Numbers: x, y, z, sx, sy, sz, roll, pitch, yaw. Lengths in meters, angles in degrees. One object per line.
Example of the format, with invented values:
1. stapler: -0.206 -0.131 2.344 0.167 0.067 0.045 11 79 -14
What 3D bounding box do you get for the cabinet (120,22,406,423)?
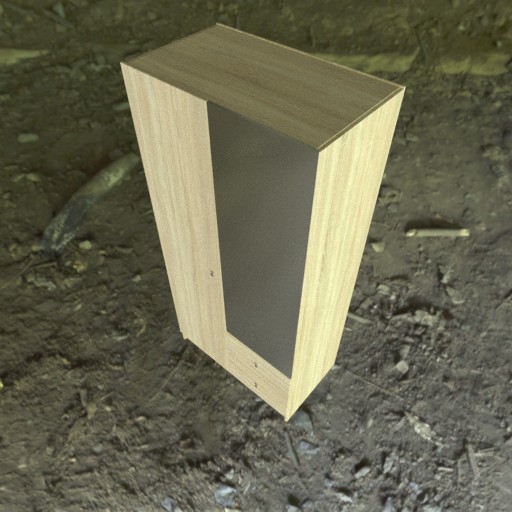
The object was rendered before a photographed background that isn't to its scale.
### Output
1. cabinet: 0.000 0.000 2.536 1.001 2.121 0.590 32 55 26
